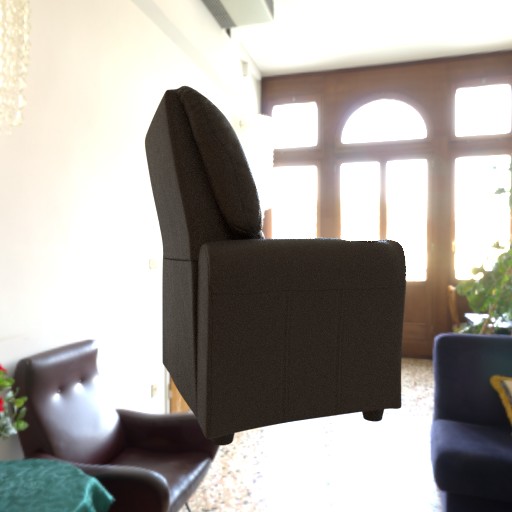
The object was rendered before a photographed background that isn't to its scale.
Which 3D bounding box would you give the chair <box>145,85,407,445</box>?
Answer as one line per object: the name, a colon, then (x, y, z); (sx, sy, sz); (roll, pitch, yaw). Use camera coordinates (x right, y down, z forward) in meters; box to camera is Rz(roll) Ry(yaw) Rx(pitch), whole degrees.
chair: (0.000, 0.000, 1.128); (0.521, 0.709, 0.610); (0, 1, -20)
